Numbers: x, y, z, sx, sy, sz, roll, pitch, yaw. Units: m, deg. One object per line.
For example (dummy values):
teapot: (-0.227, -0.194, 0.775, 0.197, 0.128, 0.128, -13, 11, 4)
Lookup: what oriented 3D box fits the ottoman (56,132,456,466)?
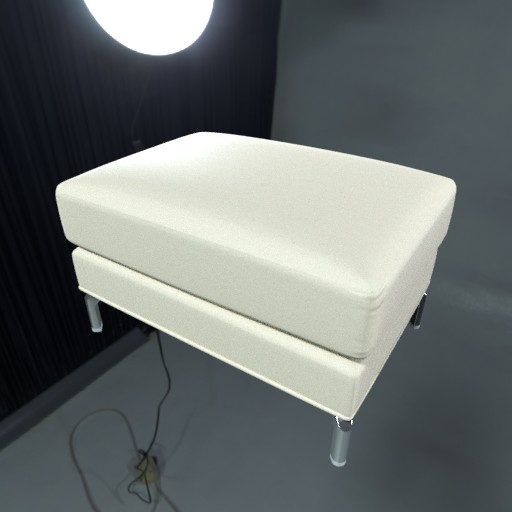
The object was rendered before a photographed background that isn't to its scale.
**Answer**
ottoman: (0.000, 0.000, 1.188, 0.835, 0.497, 0.581, 19, 36, 28)
